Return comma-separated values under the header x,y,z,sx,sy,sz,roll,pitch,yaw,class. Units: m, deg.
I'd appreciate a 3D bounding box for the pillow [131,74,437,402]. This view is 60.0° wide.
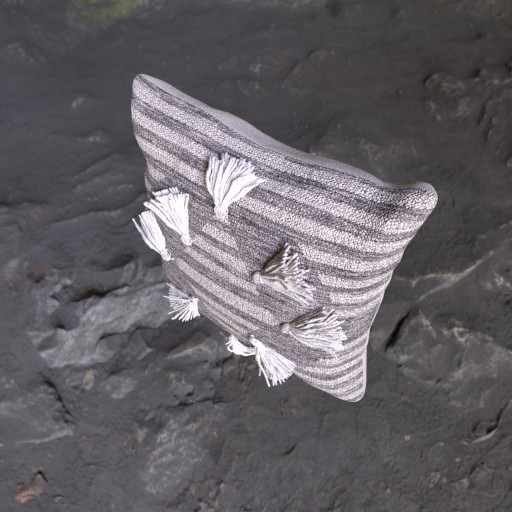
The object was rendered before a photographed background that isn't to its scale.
x,y,z,sx,sy,sz,roll,pitch,yaw,class
0.000,0.000,0.749,0.484,0.490,0.234,29,53,25,pillow
